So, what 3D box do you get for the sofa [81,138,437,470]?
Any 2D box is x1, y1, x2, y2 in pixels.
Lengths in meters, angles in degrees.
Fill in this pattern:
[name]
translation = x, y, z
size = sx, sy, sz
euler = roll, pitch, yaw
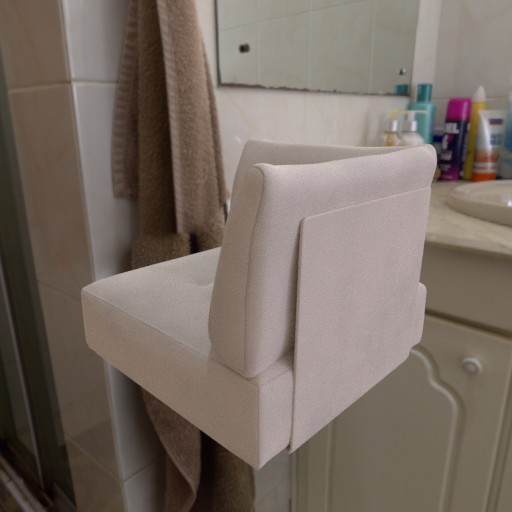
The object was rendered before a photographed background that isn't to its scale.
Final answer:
[sofa]
translation = 0.000, 0.000, 1.676
size = 1.000, 0.820, 1.000
euler = 16, 23, 41
